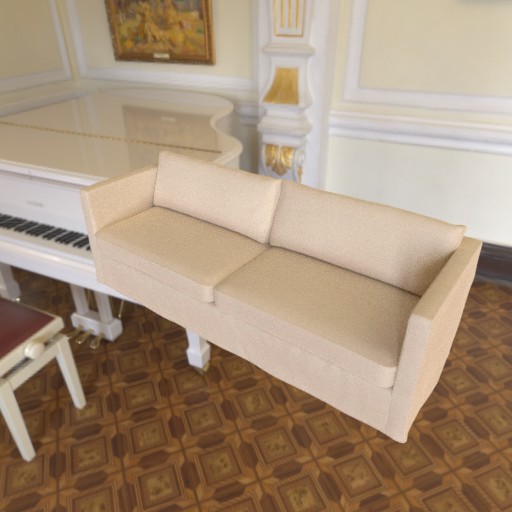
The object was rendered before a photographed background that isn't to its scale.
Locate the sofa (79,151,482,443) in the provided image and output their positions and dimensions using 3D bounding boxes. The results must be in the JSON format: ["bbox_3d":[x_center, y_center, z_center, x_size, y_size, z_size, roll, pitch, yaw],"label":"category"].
[{"bbox_3d":[0.000,0.000,3.251,2.779,0.999,1.036,21,36,31],"label":"sofa"}]
